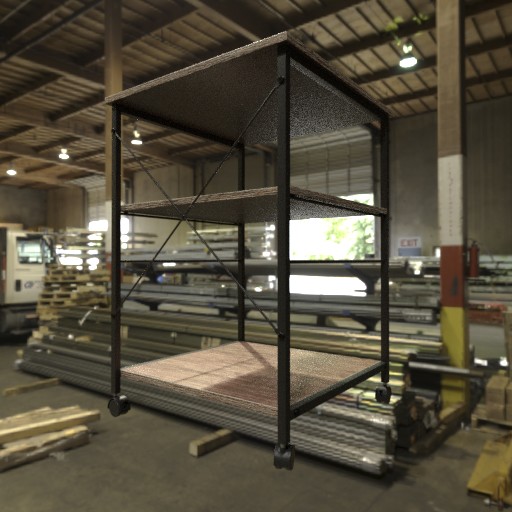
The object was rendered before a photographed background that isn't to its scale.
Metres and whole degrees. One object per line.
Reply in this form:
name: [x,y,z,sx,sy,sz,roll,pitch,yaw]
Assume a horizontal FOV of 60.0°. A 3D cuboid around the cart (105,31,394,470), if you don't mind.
cart: [0.000,0.000,1.116,0.521,0.762,0.520,0,-1,37]
